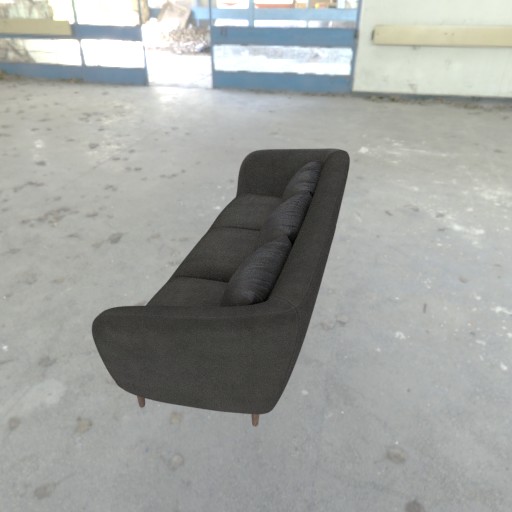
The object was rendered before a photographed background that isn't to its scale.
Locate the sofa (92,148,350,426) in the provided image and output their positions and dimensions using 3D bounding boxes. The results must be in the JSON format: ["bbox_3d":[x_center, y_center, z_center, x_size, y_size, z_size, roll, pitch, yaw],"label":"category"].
[{"bbox_3d":[0.000,0.000,2.757,0.956,0.875,2.296,8,31,13],"label":"sofa"}]
